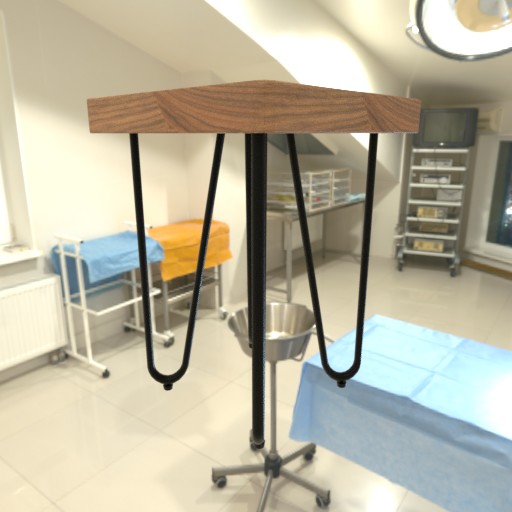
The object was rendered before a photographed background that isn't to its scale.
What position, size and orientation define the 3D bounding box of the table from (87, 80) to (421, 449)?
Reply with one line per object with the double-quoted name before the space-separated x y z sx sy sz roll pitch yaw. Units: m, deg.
"table" 0.000 0.000 0.959 0.479 0.641 0.480 14 21 41
